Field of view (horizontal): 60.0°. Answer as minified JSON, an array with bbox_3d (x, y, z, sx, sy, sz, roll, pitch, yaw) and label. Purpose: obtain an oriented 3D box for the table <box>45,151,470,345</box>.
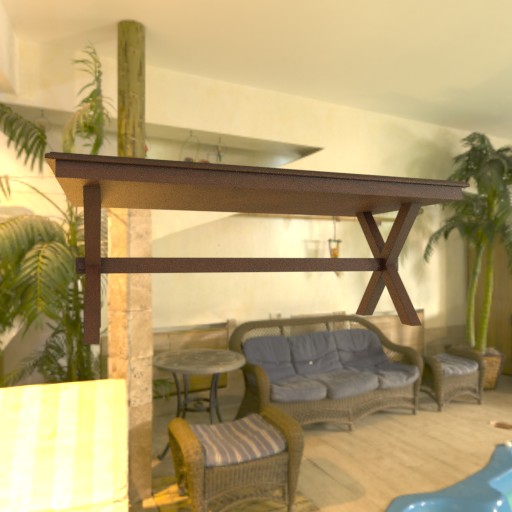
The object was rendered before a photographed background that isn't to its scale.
[{"bbox_3d":[0.000,0.000,1.459,1.197,0.459,0.594,0,-1,-19],"label":"table"}]
